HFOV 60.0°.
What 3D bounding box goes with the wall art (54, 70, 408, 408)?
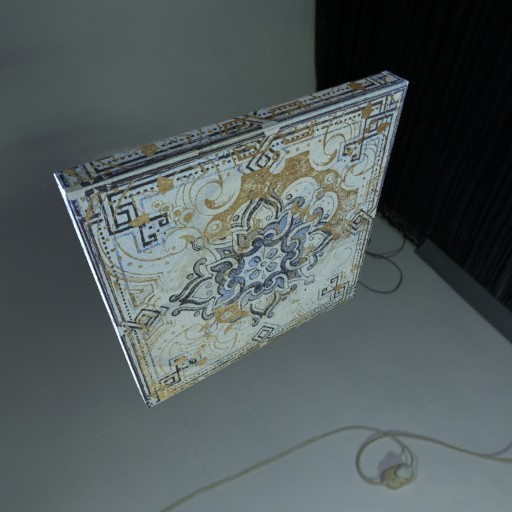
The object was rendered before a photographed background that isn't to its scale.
[{"bbox_3d":[0.000,0.000,0.614,0.411,0.410,0.038,-24,51,-22],"label":"wall art"}]
